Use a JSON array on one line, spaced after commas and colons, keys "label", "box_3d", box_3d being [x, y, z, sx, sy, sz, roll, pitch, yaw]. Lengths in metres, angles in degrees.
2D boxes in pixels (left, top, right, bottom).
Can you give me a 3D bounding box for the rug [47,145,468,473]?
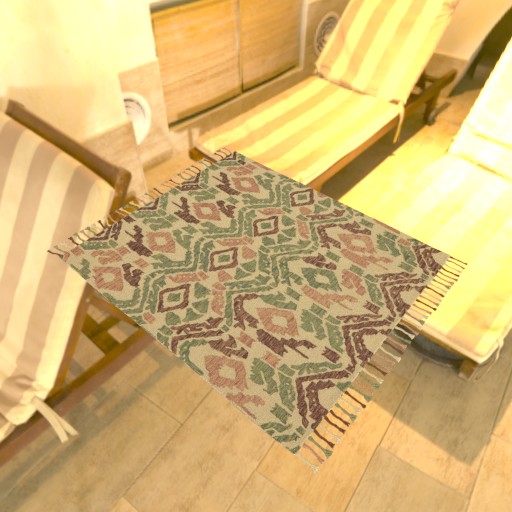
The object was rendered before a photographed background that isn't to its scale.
[{"label": "rug", "box_3d": [0.000, 0.000, 4.058, 3.048, 0.010, 2.438, 31, 53, 28]}]
